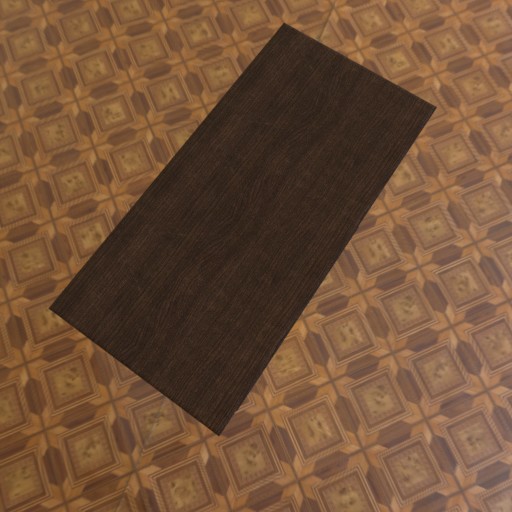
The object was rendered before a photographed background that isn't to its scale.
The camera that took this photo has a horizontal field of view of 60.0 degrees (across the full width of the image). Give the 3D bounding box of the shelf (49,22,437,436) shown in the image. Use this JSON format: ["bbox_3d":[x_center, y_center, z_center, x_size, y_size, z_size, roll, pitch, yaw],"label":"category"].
[{"bbox_3d":[0.000,0.000,1.258,0.390,0.786,0.790,33,77,9],"label":"shelf"}]
